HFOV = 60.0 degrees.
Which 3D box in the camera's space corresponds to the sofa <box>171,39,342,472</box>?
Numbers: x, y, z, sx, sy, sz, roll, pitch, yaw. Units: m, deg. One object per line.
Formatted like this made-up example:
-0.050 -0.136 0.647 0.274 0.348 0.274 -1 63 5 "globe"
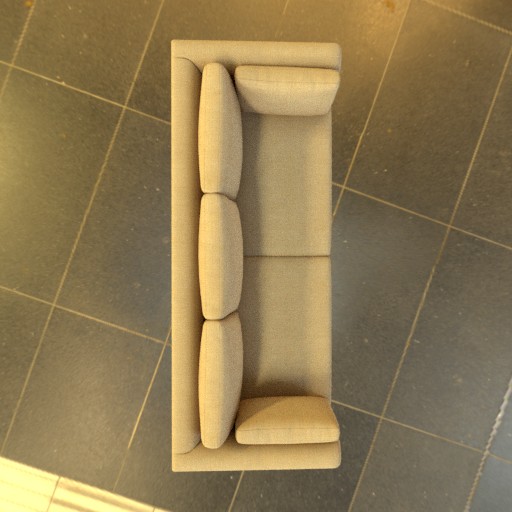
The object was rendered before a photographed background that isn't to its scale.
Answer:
0.000 0.000 2.800 0.969 0.867 2.415 0 90 -2 "sofa"
